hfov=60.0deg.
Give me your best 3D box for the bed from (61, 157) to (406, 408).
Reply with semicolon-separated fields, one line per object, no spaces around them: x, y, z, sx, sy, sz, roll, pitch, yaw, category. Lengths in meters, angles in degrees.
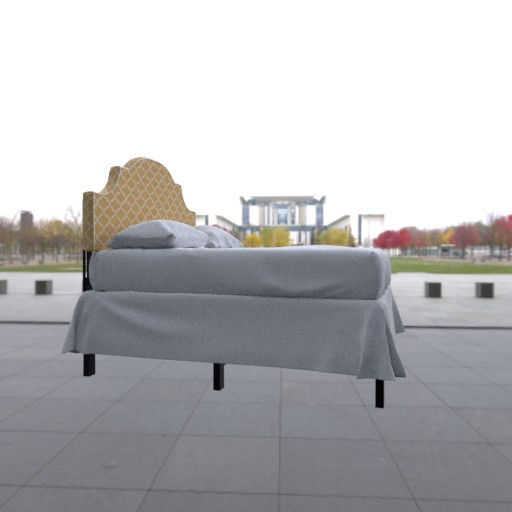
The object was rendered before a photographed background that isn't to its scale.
0.000;0.000;3.461;2.222;1.633;1.780;0;1;18;bed
